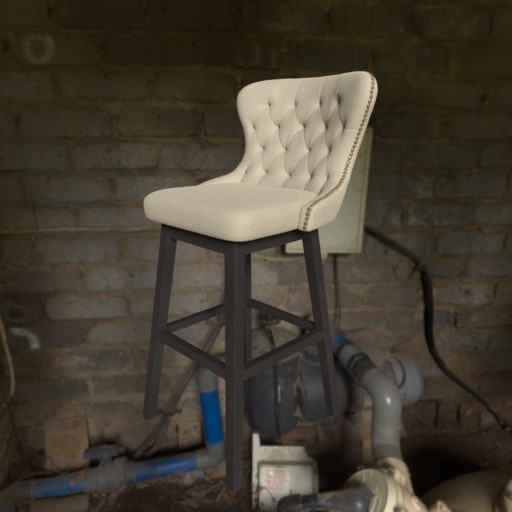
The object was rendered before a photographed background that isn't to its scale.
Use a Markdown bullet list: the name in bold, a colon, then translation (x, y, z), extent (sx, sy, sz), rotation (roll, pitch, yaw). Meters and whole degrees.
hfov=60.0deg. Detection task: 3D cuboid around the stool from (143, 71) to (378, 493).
- **stool**: translation (0.000, 0.000, 1.356), extent (0.605, 1.066, 0.528), rotation (-16, 22, -42)
